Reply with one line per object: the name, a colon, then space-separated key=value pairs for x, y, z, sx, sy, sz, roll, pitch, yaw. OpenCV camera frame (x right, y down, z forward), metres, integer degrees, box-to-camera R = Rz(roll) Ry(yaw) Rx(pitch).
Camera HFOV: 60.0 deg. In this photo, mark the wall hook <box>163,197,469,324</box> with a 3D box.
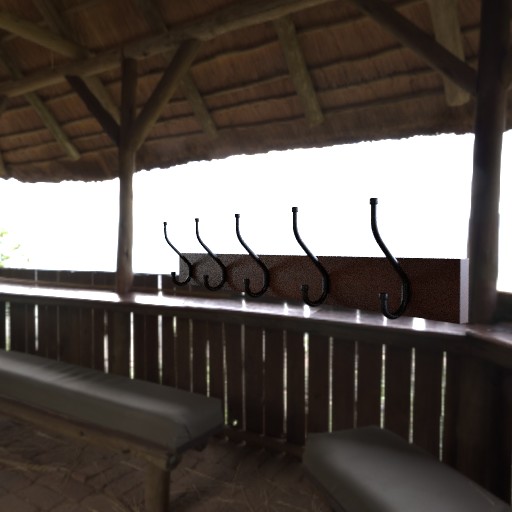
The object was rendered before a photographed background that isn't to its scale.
wall hook: x=0.000 y=0.000 z=0.619 sx=0.071 sy=0.117 sz=0.571 roll=-1 pitch=1 yaw=-36
